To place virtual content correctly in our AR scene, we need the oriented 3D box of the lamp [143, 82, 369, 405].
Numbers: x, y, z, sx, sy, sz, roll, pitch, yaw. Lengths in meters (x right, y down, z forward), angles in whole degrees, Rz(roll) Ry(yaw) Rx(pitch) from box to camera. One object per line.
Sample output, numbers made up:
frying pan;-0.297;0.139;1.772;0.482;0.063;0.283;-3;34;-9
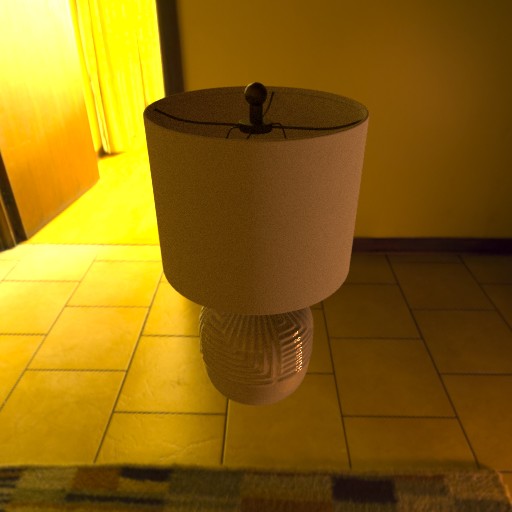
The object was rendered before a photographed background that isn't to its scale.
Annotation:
lamp;0.000;0.000;0.765;0.318;0.567;0.318;0;32;0
